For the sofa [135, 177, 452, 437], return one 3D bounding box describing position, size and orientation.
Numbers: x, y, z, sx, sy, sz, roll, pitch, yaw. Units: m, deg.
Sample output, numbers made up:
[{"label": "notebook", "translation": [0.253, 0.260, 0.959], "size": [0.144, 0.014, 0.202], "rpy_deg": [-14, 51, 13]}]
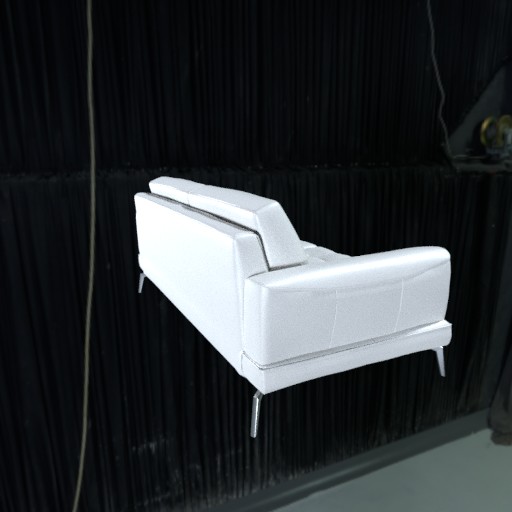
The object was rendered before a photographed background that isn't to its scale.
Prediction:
[{"label": "sofa", "translation": [0.000, 0.000, 2.818], "size": [1.121, 0.930, 2.177], "rpy_deg": [-7, 16, -26]}]
